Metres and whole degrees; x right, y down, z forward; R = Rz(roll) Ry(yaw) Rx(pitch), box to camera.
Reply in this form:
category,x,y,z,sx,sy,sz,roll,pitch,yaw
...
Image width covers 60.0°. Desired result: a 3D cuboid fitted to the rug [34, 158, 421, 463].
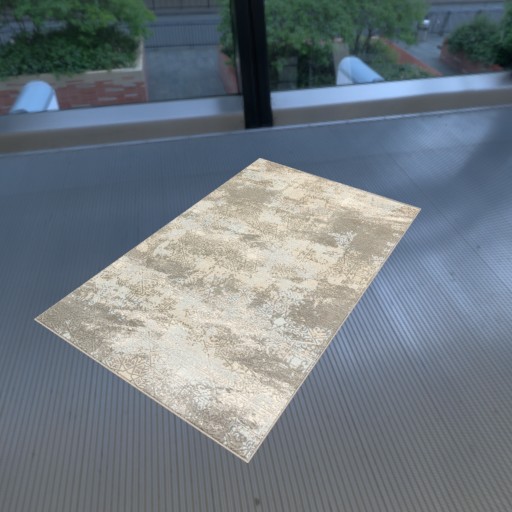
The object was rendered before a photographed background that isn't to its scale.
category,x,y,z,sx,sy,sz,roll,pitch,yaw
rug,0.000,0.000,3.073,1.536,0.012,2.431,23,45,25
